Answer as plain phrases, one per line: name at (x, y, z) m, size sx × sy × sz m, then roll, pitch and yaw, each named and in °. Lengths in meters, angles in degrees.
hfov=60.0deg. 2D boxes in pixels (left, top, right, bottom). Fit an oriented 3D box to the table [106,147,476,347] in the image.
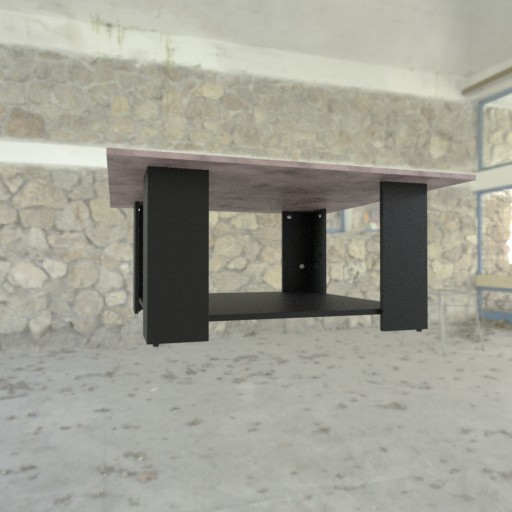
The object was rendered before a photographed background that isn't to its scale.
table at (0.000, 0.000, 1.061) m, size 0.670 × 0.305 × 0.670 m, roll 0°, pitch -1°, yaw -18°
